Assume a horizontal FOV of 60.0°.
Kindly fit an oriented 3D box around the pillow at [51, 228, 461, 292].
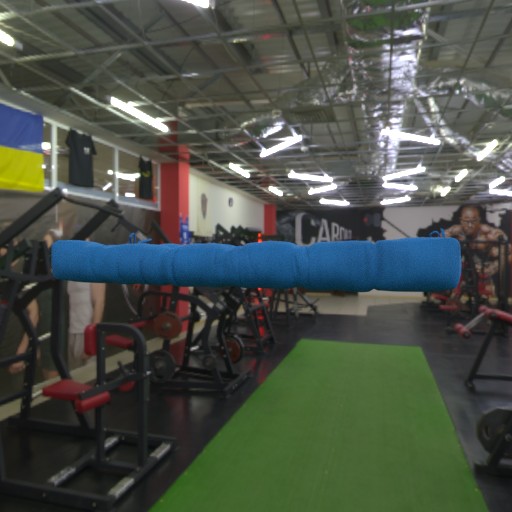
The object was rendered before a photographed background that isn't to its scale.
[{"bbox_3d":[0.000,0.000,1.374,1.194,0.174,0.511,0,1,18],"label":"pillow"}]
